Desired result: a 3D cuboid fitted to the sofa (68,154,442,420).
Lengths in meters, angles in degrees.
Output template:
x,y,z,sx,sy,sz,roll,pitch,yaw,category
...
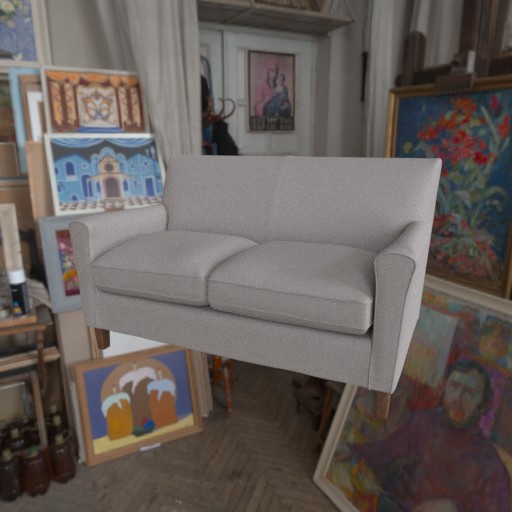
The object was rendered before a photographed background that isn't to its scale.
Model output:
x,y,z,sx,sy,sz,roll,pitch,yaw,category
0.000,0.000,2.060,1.482,0.890,0.888,7,16,24,sofa
